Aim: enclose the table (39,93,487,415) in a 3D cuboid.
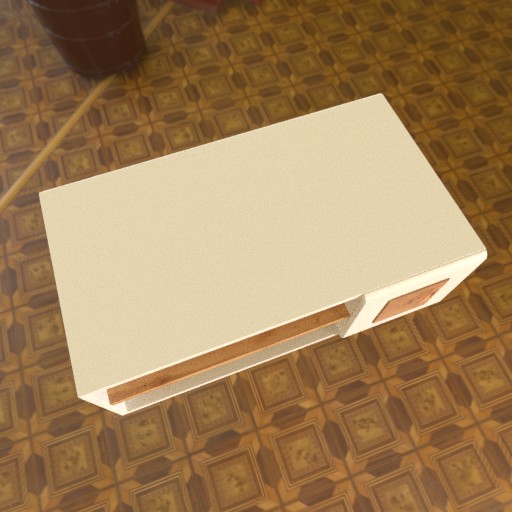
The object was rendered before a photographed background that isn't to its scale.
[{"bbox_3d":[0.000,0.000,1.422,1.097,0.442,0.639,-19,66,-9],"label":"table"}]
